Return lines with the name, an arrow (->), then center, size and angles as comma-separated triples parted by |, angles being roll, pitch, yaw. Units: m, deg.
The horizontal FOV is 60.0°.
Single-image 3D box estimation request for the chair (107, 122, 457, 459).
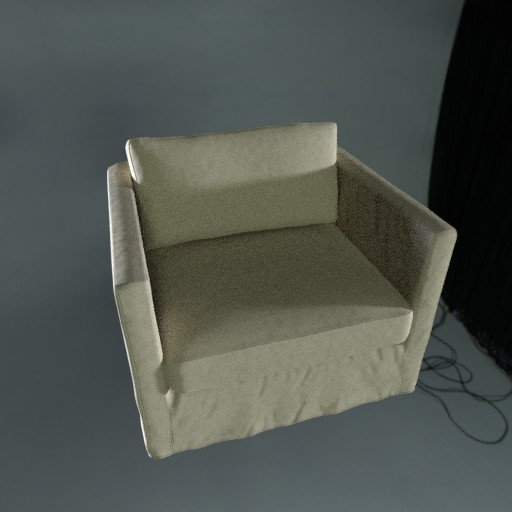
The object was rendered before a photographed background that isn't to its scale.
chair -> 0.000, 0.000, 1.736 | 1.057, 0.867, 0.949 | -9, 34, -14
